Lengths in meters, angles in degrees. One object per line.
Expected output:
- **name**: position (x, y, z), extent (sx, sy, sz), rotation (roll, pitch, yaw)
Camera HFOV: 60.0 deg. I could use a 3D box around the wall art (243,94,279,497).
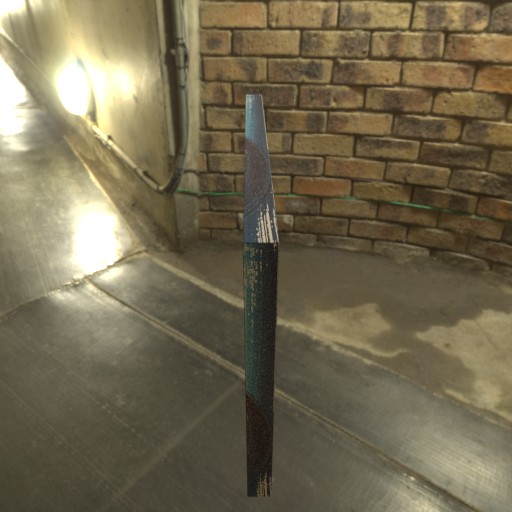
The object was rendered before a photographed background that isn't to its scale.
- **wall art**: position (0.000, 0.000, 0.764), extent (0.033, 0.406, 0.609), rotation (0, 32, -1)
